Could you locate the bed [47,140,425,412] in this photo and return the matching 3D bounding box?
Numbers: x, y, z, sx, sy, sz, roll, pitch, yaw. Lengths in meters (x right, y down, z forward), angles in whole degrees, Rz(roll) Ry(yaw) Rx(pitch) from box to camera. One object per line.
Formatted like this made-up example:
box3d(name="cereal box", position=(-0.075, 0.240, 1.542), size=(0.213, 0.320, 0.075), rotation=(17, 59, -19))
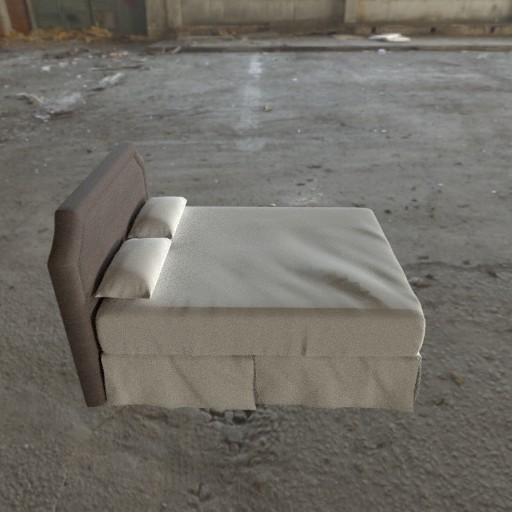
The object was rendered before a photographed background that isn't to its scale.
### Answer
box3d(name="bed", position=(0.000, 0.000, 3.165), size=(2.116, 1.290, 1.693), rotation=(0, 31, 1))
